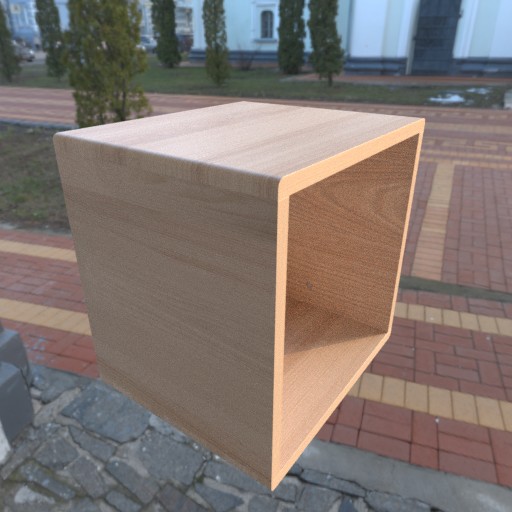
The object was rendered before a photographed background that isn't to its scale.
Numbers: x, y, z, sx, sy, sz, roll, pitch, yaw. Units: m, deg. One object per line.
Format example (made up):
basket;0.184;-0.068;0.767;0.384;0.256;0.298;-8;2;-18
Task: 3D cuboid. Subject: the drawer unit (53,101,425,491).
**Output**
drawer unit;0.000;0.000;0.598;0.290;0.344;0.344;18;31;32
